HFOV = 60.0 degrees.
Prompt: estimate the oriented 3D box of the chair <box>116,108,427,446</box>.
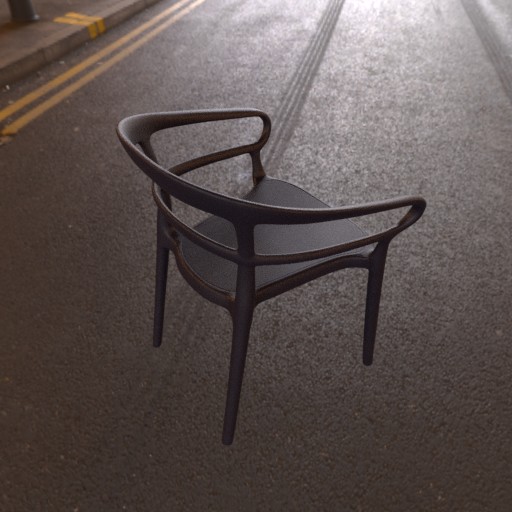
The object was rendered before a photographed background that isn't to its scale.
[{"bbox_3d":[0.000,0.000,1.127,0.527,0.761,0.559,-26,48,-27],"label":"chair"}]
